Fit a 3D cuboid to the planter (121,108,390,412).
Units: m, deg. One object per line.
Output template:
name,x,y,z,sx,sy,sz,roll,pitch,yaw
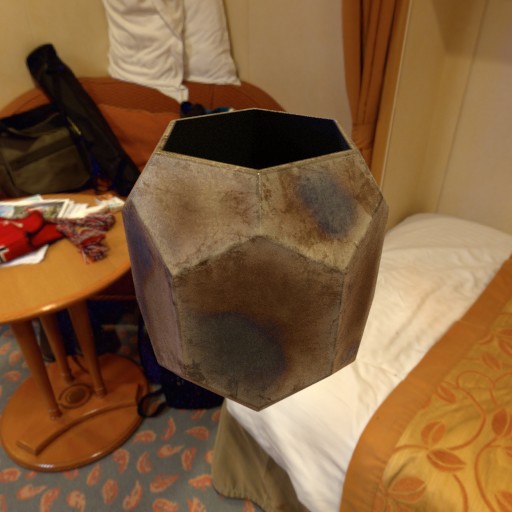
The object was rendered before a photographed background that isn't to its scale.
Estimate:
planter,0.000,0.000,0.428,0.243,0.238,0.221,-1,32,-1
